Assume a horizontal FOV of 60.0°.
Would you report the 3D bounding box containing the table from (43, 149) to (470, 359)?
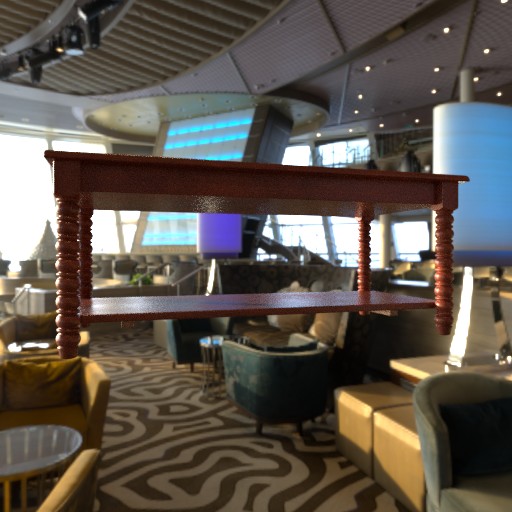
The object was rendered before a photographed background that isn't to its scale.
[{"bbox_3d":[0.000,0.000,1.436,1.171,0.485,0.580,0,0,-17],"label":"table"}]
